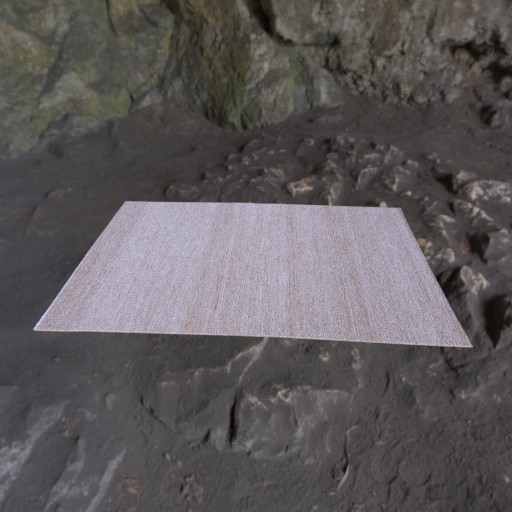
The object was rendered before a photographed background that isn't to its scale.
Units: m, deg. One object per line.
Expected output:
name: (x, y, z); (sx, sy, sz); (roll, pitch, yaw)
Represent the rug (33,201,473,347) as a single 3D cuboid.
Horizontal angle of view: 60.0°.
rug: (0.000, 0.000, 2.964); (2.283, 0.030, 1.596); (2, 32, 3)
